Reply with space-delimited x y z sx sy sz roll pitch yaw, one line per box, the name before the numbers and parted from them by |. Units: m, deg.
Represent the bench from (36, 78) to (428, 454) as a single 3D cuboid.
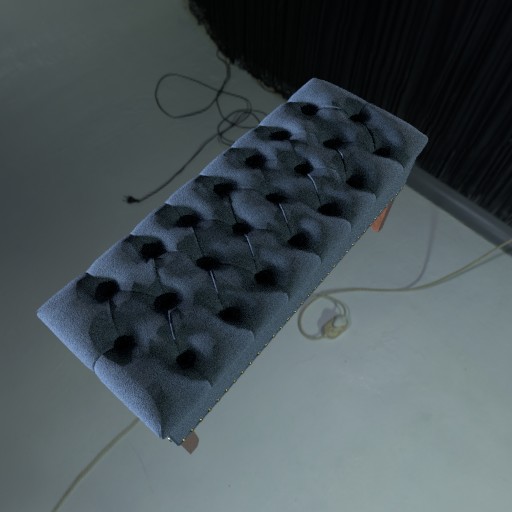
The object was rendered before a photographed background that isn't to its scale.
bench | 0.000 0.000 1.301 0.417 0.492 1.052 36 66 19
